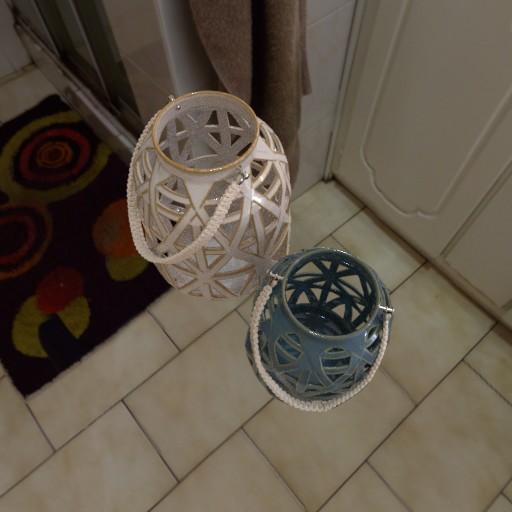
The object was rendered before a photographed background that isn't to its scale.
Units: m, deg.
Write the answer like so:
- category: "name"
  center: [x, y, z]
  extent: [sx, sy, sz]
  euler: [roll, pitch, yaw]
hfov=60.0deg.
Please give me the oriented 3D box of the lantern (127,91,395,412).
- category: "lantern"
  center: [0.000, 0.000, 0.610]
  extent: [0.245, 0.307, 0.439]
  euler: [-35, 68, -17]
